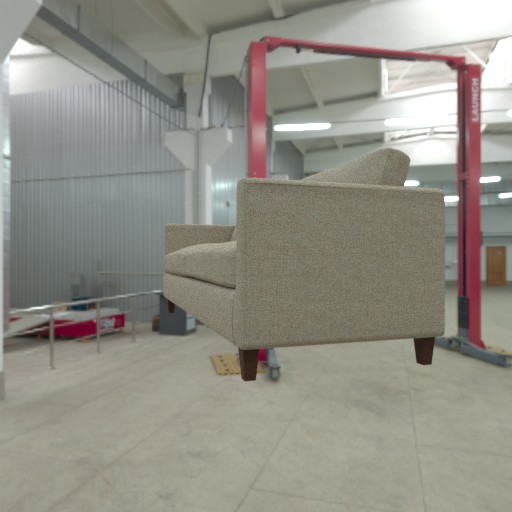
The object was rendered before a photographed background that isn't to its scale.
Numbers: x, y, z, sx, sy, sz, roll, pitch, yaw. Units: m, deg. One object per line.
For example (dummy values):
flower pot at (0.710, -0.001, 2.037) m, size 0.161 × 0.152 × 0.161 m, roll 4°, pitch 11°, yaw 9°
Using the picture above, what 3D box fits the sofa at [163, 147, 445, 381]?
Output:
sofa at (0.000, 0.000, 2.897) m, size 0.951 × 0.965 × 2.434 m, roll 0°, pitch 0°, yaw -18°
